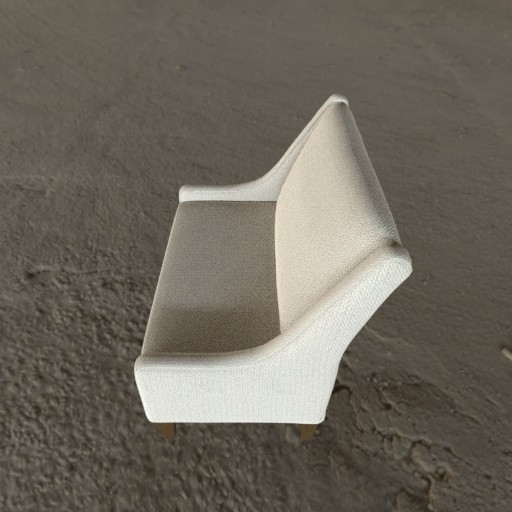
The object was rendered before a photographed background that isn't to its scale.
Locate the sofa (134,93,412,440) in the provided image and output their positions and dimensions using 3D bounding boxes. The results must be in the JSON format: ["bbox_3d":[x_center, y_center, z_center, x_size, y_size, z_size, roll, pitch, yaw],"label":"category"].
[{"bbox_3d":[0.000,0.000,1.968,0.870,1.022,1.242,0,40,0],"label":"sofa"}]
